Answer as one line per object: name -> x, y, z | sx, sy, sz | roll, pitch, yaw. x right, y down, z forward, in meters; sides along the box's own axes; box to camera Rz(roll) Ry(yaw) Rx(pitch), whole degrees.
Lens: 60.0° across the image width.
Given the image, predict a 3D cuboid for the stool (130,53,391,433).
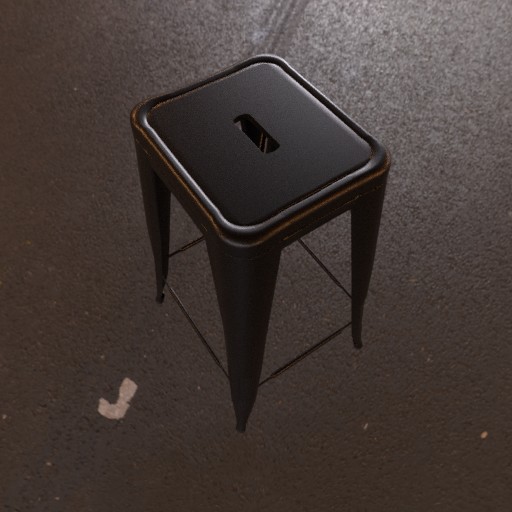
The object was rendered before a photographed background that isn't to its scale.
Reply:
stool -> 0.000, 0.000, 0.837 | 0.359, 0.609, 0.399 | -30, 62, -18
